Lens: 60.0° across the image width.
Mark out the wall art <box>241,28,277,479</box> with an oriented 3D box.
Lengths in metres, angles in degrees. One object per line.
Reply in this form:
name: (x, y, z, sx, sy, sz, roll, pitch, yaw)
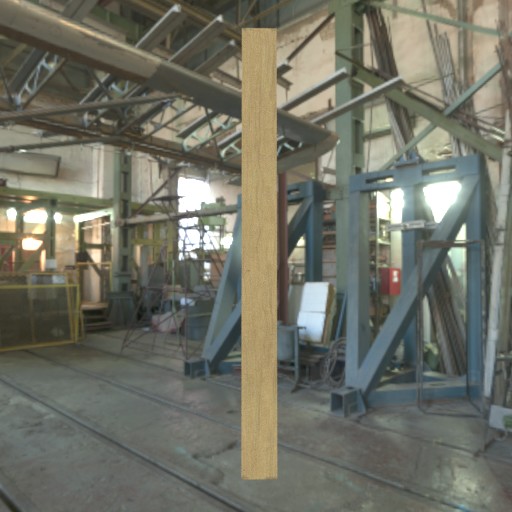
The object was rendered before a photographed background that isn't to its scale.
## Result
wall art: (0.000, 0.000, 0.528, 0.030, 0.380, 0.312, 0, -2, -1)
